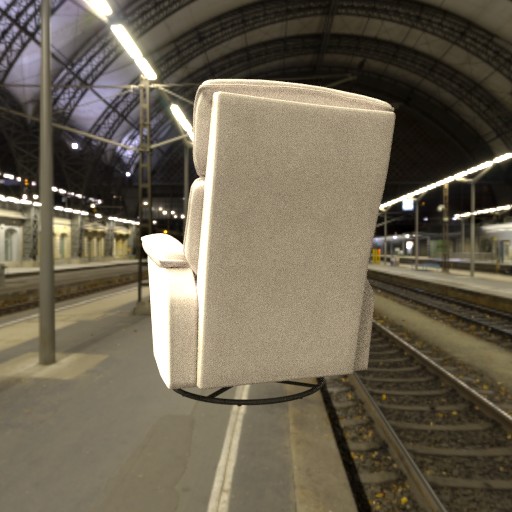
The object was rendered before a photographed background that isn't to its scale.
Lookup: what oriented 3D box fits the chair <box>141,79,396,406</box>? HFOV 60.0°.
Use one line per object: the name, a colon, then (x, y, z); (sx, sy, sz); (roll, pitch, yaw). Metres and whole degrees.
chair: (0.000, 0.000, 1.734); (0.820, 1.039, 1.001); (0, 1, -19)
